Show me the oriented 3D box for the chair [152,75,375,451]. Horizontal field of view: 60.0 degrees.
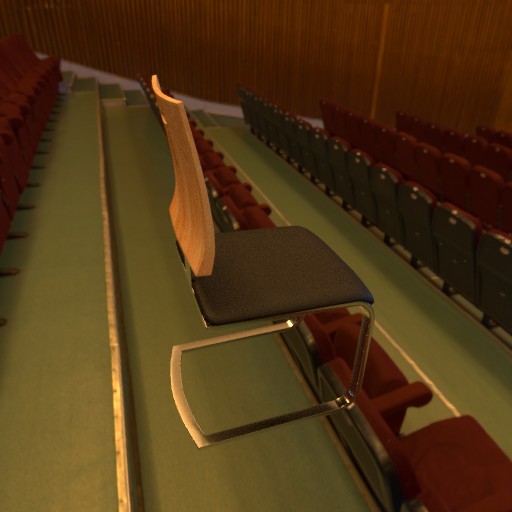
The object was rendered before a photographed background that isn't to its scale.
[{"bbox_3d":[0.000,0.000,1.266,0.560,0.936,0.462,-9,31,-16],"label":"chair"}]
